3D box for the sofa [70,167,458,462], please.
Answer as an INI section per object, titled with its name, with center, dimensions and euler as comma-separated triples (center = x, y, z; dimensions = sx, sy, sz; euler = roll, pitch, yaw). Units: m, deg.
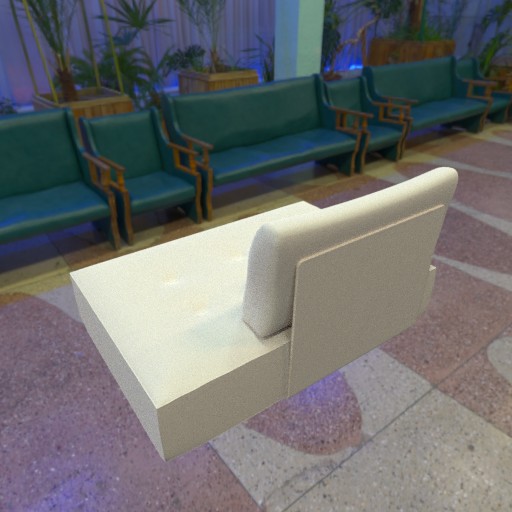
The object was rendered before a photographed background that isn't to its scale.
[sofa]
center = 0.000, 0.000, 2.044
dimensions = 1.450, 0.820, 1.000
euler = -20, 36, -30
